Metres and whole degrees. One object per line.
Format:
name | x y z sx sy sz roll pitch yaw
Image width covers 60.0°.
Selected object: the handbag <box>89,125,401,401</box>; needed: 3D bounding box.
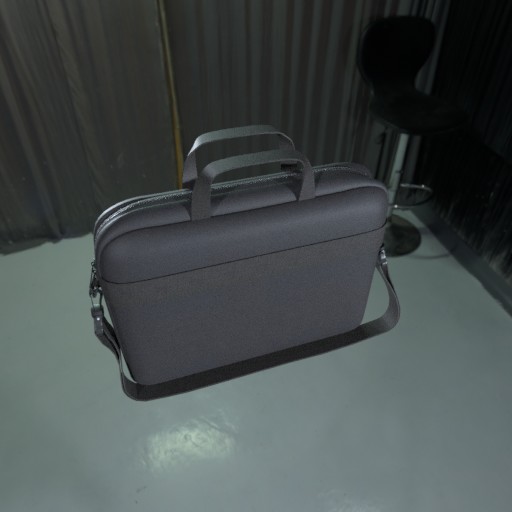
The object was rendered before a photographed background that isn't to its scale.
handbag | 0.000 0.000 0.576 0.429 0.330 0.126 -12 42 -14
